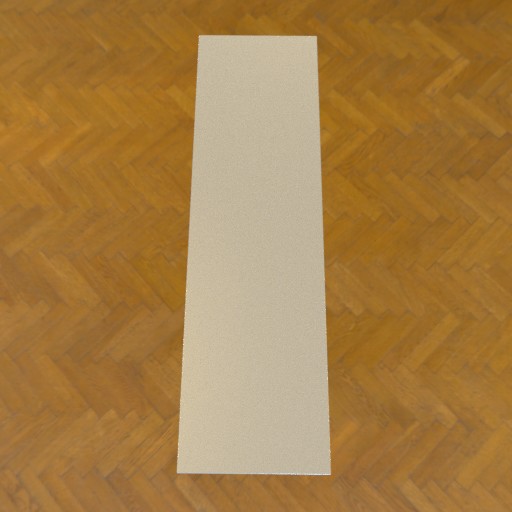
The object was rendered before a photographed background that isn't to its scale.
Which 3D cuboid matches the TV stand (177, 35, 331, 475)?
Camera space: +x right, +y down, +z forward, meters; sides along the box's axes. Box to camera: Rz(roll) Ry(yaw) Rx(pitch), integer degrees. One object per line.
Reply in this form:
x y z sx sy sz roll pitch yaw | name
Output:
0.000 0.000 1.429 0.344 0.603 1.167 0 75 0 | TV stand
